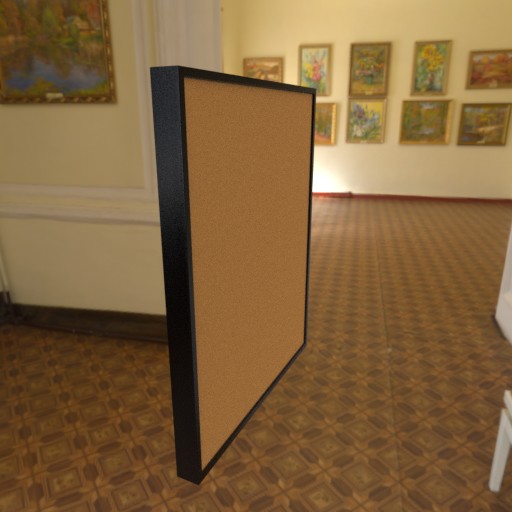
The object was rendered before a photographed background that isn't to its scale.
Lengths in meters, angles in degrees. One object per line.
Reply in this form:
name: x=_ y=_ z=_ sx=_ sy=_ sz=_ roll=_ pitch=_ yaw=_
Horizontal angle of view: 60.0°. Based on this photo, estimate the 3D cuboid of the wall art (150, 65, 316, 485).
wall art: x=0.000 y=0.000 z=0.750 sx=0.039 sy=0.553 sz=0.451 roll=8 pitch=19 yaw=25
